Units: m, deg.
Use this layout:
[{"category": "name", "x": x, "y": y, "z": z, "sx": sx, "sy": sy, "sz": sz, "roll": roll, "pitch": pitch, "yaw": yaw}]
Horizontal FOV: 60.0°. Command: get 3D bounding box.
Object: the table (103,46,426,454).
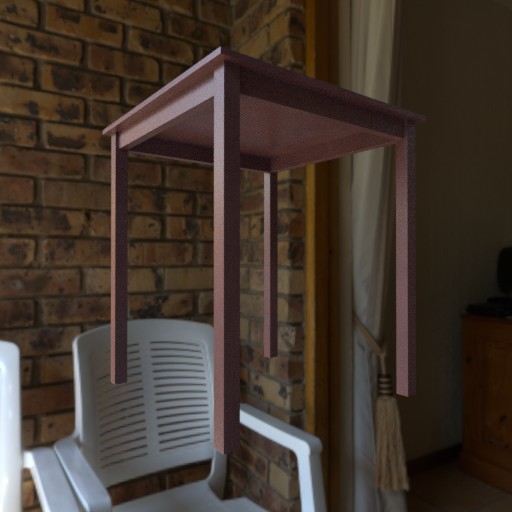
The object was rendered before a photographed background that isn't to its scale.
[{"category": "table", "x": 0.000, "y": 0.000, "z": 1.656, "sx": 0.861, "sy": 0.991, "sz": 0.861, "roll": 0, "pitch": -1, "yaw": -37}]
